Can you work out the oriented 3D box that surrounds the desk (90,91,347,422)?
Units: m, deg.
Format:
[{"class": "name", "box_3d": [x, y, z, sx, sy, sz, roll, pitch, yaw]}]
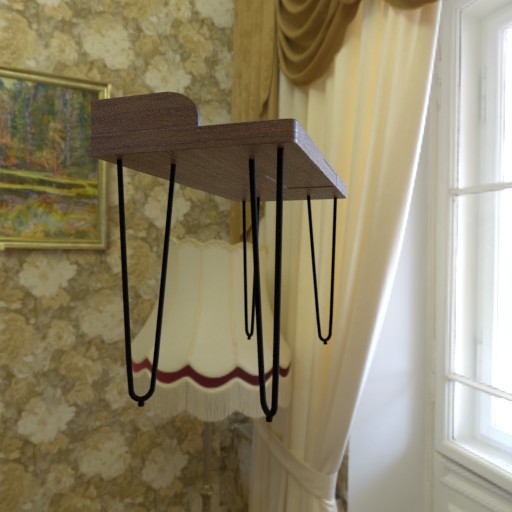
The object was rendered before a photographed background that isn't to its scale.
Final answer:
[{"class": "desk", "box_3d": [0.000, 0.000, 1.691, 0.565, 0.854, 1.200, 0, 1, 17]}]
